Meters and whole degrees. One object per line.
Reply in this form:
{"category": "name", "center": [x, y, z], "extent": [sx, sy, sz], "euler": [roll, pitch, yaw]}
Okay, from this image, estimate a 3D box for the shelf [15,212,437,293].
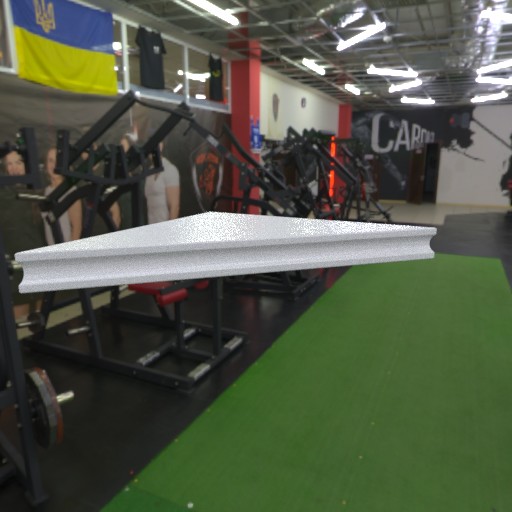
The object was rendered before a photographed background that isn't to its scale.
{"category": "shelf", "center": [0.000, 0.000, 0.429], "extent": [0.296, 0.035, 0.296], "euler": [7, 15, 26]}
